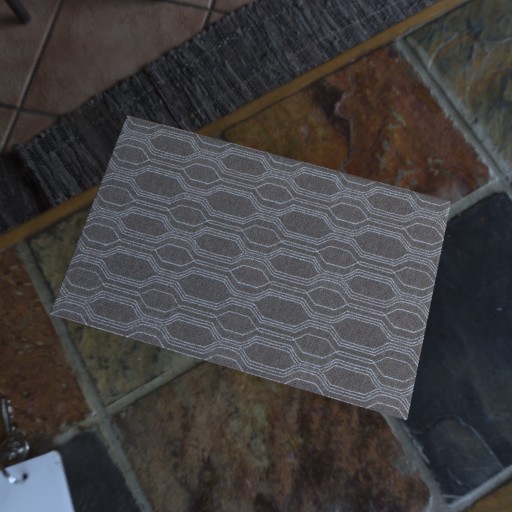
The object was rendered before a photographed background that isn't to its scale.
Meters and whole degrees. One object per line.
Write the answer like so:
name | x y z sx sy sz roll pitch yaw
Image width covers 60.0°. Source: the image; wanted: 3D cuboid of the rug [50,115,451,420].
rug | 0.000 0.000 3.079 2.457 0.012 1.541 16 78 3
